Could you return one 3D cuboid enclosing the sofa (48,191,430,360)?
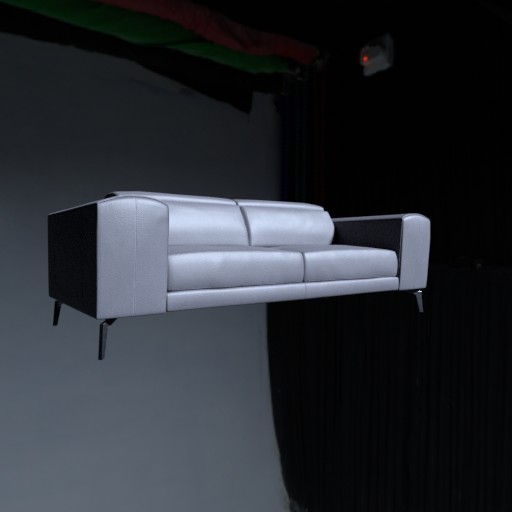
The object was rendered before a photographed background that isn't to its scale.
[{"bbox_3d":[0.000,0.000,2.872,2.330,0.814,1.048,-1,2,-35],"label":"sofa"}]
